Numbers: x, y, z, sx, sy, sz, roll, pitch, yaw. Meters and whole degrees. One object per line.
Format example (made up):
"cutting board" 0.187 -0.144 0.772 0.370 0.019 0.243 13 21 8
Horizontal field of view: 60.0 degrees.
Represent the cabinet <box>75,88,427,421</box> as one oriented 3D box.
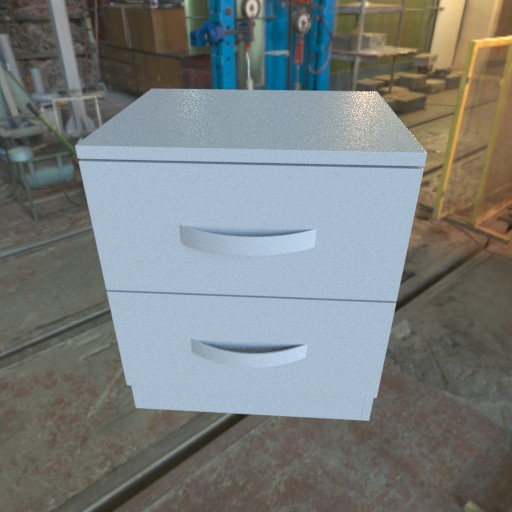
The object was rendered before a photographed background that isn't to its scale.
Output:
"cabinet" 0.000 0.000 0.755 0.400 0.470 0.360 2 31 3
